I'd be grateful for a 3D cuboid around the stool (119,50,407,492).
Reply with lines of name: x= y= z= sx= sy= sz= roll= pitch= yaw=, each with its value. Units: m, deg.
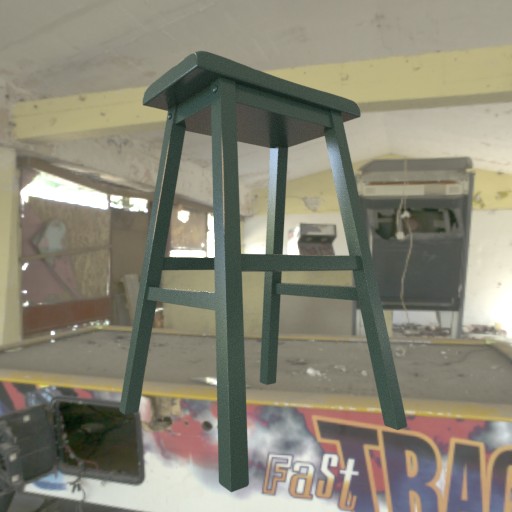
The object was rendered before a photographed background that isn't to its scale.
stool: x=0.000 y=0.000 z=1.012 sx=0.457 sy=0.737 sz=0.476 roll=1 pitch=-1 yaw=-37
